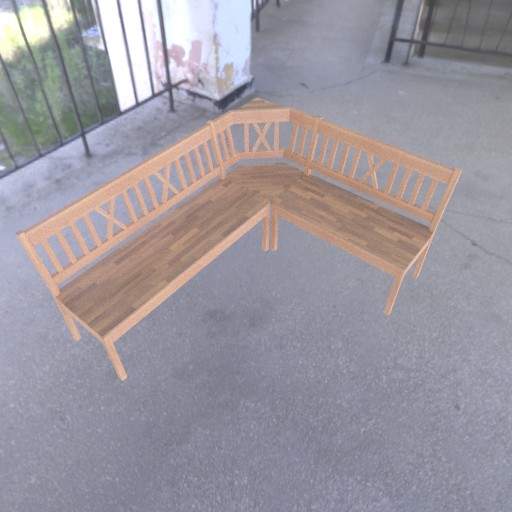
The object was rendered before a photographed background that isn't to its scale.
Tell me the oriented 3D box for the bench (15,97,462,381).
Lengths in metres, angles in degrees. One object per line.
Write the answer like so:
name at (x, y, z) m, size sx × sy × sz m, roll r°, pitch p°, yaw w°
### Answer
bench at (0.000, 0.000, 2.724) m, size 1.537 × 0.902 × 1.937 m, roll 30°, pitch 53°, yaw 26°
